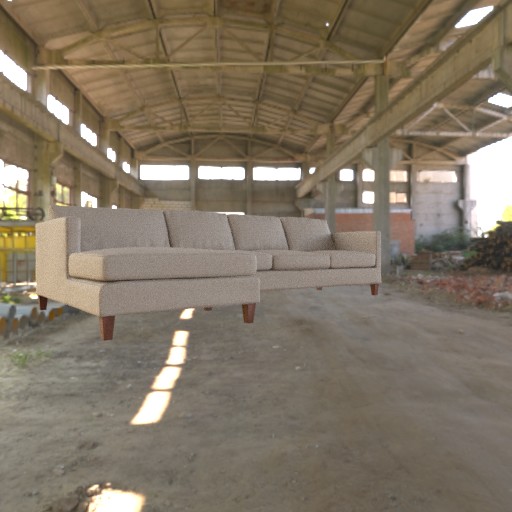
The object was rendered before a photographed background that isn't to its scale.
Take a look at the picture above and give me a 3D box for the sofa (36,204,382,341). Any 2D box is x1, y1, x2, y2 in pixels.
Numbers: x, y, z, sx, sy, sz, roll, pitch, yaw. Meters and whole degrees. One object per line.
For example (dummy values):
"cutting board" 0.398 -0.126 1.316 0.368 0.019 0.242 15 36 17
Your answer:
"sofa" 0.000 0.000 3.826 3.186 0.846 1.625 0 1 -37
